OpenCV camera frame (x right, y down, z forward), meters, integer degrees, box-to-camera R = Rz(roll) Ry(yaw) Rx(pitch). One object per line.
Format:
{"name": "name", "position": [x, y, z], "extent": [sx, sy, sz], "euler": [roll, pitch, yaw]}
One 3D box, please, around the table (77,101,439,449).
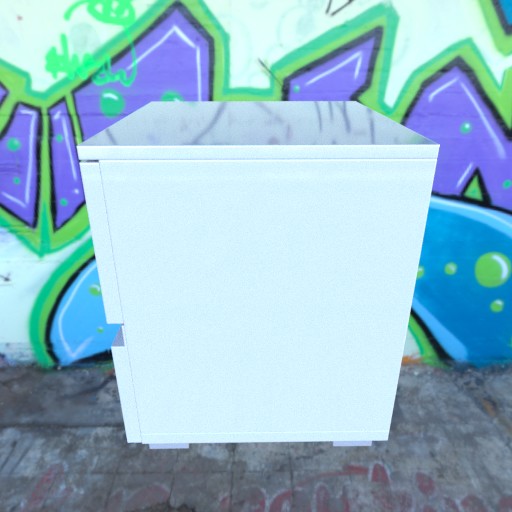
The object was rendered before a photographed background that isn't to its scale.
{"name": "table", "position": [0.000, 0.000, 0.778], "extent": [0.400, 0.470, 0.420], "euler": [0, 25, -1]}
